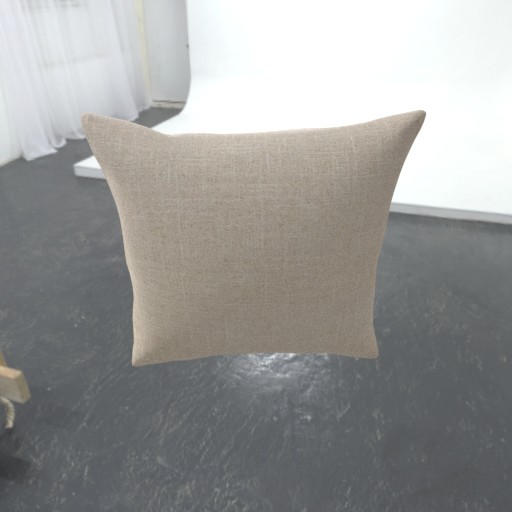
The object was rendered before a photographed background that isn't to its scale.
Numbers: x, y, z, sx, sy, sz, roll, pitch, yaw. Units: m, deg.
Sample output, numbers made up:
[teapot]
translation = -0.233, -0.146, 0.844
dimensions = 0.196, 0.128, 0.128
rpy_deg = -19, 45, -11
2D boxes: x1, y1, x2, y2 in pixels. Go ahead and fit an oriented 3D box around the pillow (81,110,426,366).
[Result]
[pillow]
translation = 0.000, 0.000, 0.628
dimensions = 0.414, 0.399, 0.173
rpy_deg = -1, 30, -2
